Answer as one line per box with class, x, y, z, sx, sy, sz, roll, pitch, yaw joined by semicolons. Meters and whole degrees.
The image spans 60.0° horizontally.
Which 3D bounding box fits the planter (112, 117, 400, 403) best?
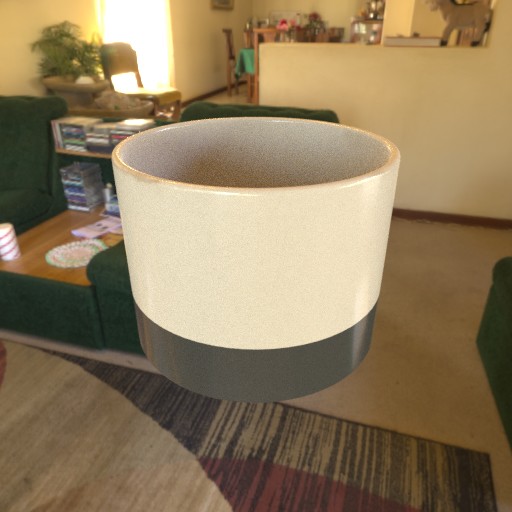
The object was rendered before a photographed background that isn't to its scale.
planter;0.000;0.000;0.348;0.193;0.177;0.193;0;28;0
